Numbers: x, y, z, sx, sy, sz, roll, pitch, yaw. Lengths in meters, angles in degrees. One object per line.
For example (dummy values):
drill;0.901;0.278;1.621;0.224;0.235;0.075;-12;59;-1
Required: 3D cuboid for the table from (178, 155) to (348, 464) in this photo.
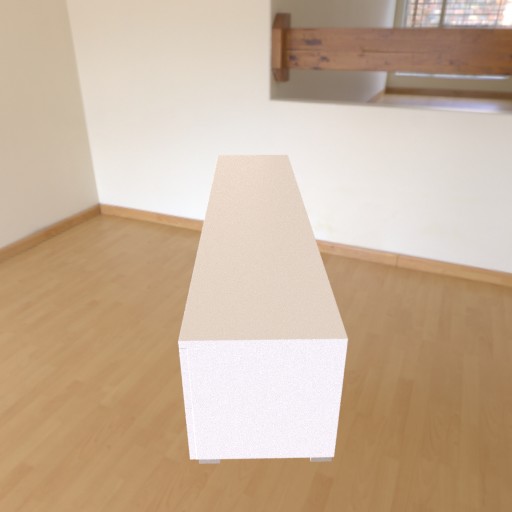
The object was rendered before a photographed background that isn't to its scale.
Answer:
table;0.000;0.000;1.844;0.390;0.420;1.650;-1;27;-1
